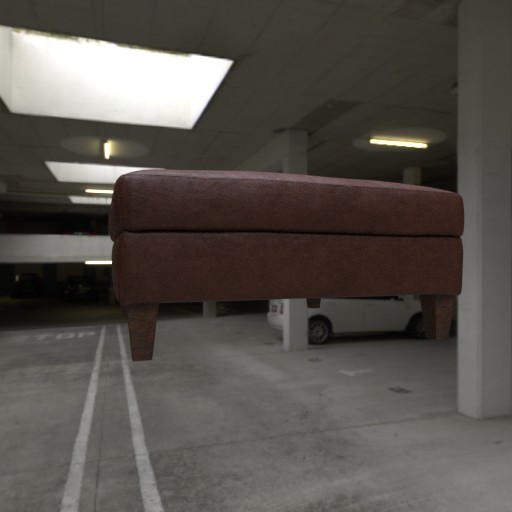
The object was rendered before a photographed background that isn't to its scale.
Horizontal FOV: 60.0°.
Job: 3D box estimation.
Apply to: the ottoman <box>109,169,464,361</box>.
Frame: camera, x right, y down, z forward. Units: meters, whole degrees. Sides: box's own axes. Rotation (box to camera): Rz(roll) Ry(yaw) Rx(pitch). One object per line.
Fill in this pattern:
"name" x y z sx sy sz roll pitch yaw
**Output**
"ottoman" 0.000 0.000 1.337 0.844 0.415 0.836 0 0 -18
